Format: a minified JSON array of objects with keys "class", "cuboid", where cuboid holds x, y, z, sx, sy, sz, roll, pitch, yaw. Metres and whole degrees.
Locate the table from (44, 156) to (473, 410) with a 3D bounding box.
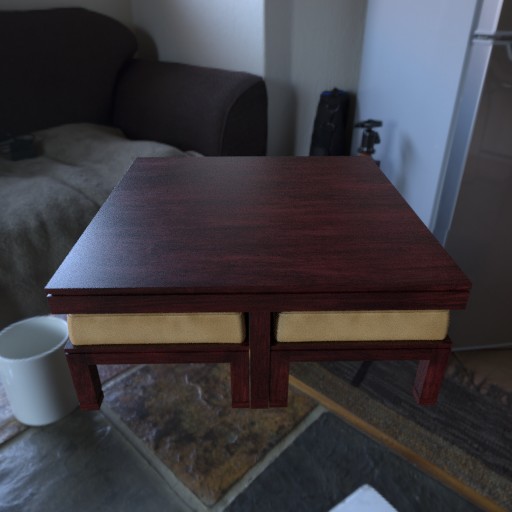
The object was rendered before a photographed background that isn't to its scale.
[{"class":"table","cuboid":[0.000,0.000,1.358,0.865,0.356,0.865,-1,30,-1]}]
